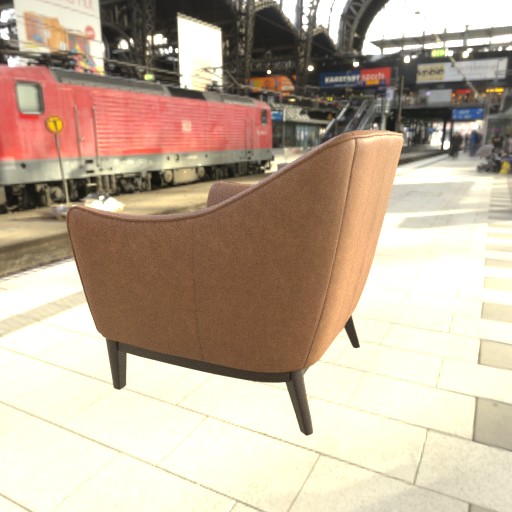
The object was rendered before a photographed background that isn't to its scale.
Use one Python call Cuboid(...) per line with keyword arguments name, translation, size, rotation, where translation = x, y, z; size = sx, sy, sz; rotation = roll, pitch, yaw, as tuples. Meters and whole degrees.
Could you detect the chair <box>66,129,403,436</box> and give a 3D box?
Cuboid(name="chair", translation=(0.000, 0.000, 1.528), size=(0.852, 0.830, 0.871), rotation=(7, 17, 25))
